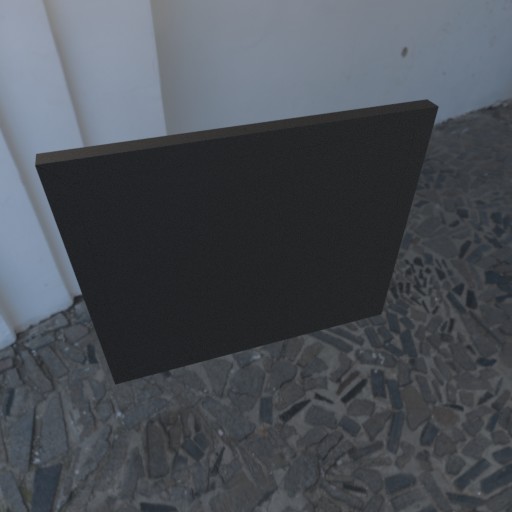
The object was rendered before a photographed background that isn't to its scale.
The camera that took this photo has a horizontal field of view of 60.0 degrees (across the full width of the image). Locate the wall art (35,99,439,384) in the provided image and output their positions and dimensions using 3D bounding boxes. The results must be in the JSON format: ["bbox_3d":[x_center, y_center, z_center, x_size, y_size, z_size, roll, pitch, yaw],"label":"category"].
[{"bbox_3d":[0.000,0.000,0.747,0.558,0.457,0.029,-12,42,-14],"label":"wall art"}]
